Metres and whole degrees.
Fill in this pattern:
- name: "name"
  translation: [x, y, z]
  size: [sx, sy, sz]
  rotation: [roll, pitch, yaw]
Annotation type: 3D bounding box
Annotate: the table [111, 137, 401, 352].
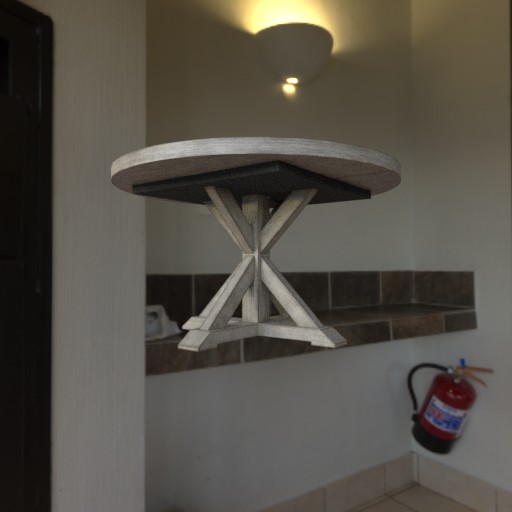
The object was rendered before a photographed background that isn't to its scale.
- name: "table"
  translation: [0.000, 0.000, 2.177]
  size: [1.363, 0.781, 1.363]
  rotation: [0, -1, 0]
